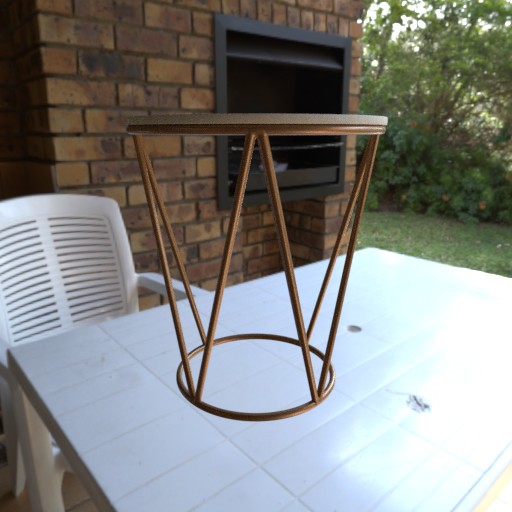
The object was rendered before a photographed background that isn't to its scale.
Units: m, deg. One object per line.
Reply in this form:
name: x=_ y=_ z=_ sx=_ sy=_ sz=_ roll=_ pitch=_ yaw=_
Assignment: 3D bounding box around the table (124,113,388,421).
table: x=0.000 y=0.000 z=0.950 sx=0.500 sy=0.564 sz=0.500 roll=0 pitch=16 yaw=0
